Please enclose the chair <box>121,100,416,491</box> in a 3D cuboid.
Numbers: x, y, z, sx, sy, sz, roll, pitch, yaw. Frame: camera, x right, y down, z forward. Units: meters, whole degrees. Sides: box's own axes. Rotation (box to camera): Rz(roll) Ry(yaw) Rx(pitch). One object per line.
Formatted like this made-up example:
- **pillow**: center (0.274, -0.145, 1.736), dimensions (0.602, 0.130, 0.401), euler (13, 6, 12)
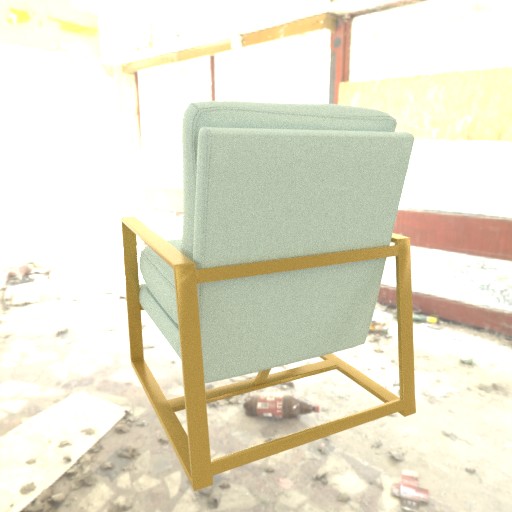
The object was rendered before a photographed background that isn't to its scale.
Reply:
- **chair**: center (0.000, 0.000, 1.514), dimensions (0.758, 0.956, 0.813), euler (-7, 15, -26)
